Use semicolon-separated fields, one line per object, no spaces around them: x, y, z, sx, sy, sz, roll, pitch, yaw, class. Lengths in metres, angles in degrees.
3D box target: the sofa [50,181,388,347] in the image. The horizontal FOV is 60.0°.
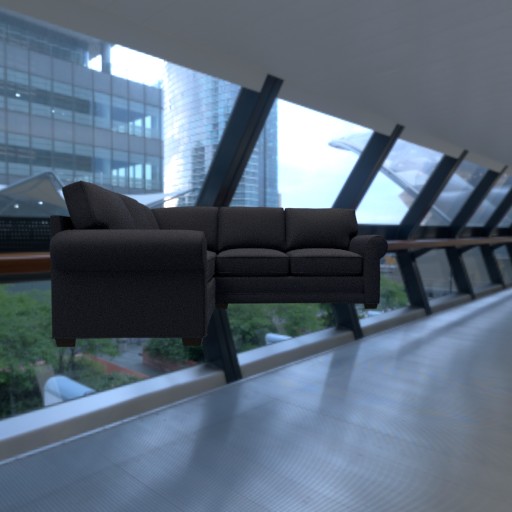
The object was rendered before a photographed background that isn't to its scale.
0.000;0.000;3.855;2.562;1.042;2.487;0;2;-2;sofa
